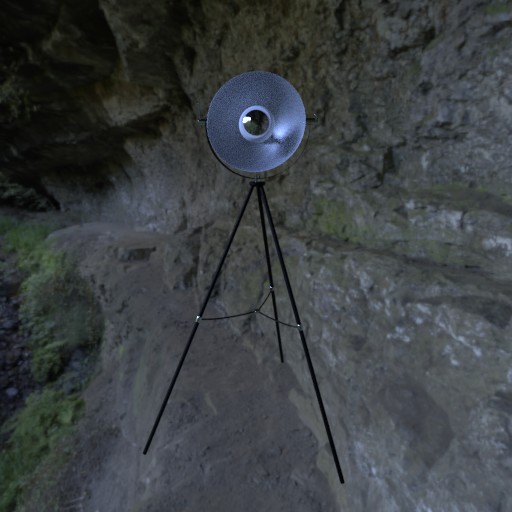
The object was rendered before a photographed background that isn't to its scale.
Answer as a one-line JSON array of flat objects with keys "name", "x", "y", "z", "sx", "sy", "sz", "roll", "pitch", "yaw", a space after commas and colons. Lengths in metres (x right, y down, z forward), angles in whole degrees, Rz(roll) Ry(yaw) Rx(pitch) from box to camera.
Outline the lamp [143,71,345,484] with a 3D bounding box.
[{"name": "lamp", "x": 0.000, "y": 0.000, "z": 1.977, "sx": 0.817, "sy": 1.512, "sz": 0.920, "roll": 2, "pitch": 15, "yaw": 9}]
